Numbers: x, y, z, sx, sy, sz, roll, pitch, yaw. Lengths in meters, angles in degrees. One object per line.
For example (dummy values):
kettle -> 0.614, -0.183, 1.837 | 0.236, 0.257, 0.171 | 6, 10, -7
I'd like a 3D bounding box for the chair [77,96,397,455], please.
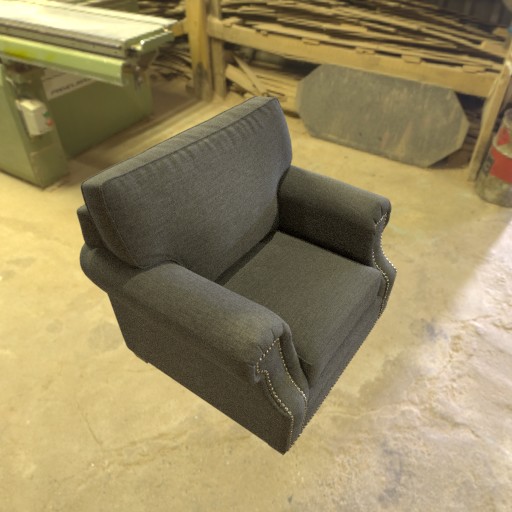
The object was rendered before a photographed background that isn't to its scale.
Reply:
chair -> 0.000, 0.000, 1.856 | 0.965, 0.961, 1.092 | 25, 46, 27
